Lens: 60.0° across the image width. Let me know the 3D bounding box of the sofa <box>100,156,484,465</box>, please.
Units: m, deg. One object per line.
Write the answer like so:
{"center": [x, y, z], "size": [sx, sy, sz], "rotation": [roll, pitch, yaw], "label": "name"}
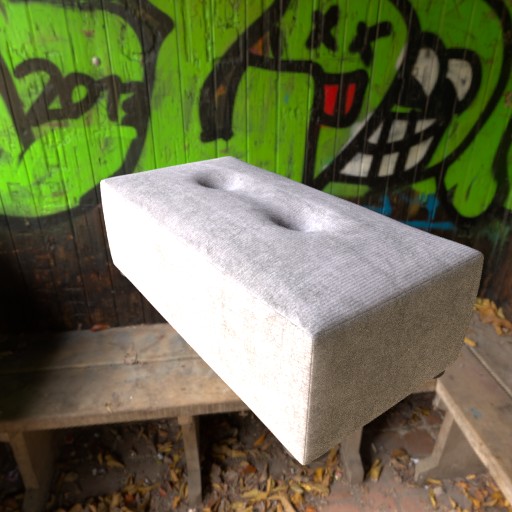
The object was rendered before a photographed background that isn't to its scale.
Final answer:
{"center": [0.000, 0.000, 1.134], "size": [0.480, 0.330, 0.930], "rotation": [-19, 33, -32], "label": "sofa"}
